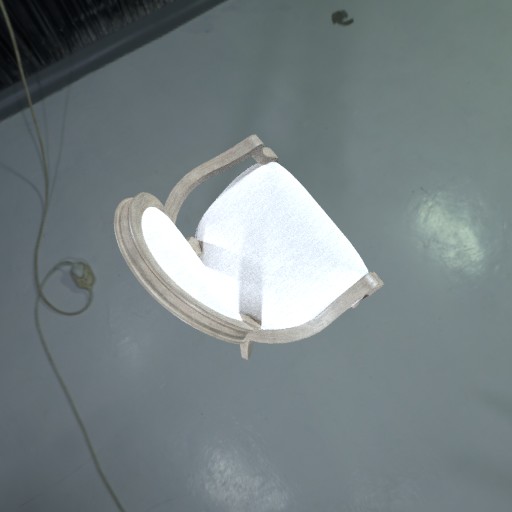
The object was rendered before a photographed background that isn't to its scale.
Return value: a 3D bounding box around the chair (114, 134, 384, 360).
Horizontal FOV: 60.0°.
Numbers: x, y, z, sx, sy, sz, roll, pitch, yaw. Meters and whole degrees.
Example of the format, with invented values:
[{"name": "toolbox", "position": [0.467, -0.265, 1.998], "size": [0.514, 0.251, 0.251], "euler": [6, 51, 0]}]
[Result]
[{"name": "chair", "position": [0.000, 0.000, 1.384], "size": [0.602, 0.991, 0.611], "euler": [-35, 76, -10]}]
